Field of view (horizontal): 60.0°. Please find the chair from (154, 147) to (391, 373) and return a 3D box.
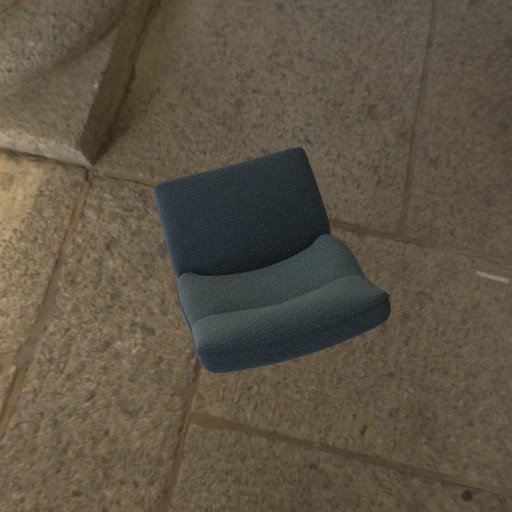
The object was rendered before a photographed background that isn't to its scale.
[{"bbox_3d":[0.000,0.000,1.305,0.500,0.930,0.620,-16,76,-4],"label":"chair"}]
